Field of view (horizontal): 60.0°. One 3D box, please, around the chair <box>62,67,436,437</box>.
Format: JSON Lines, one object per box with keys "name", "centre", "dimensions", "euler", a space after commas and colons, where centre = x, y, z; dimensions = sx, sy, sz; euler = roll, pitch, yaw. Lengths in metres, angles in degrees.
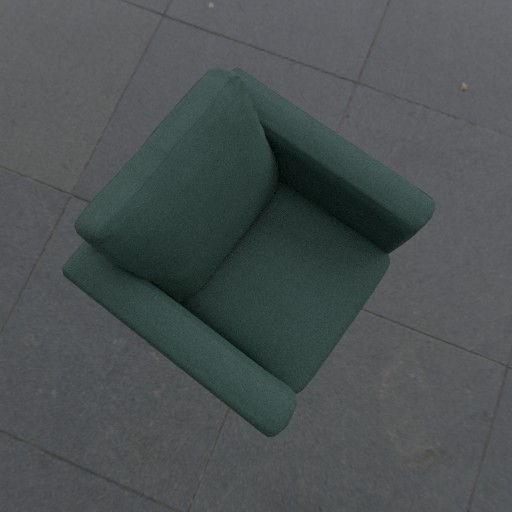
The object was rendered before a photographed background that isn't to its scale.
{"name": "chair", "centre": [0.000, 0.000, 1.523], "dimensions": [0.800, 0.927, 0.855], "euler": [36, 80, 8]}
